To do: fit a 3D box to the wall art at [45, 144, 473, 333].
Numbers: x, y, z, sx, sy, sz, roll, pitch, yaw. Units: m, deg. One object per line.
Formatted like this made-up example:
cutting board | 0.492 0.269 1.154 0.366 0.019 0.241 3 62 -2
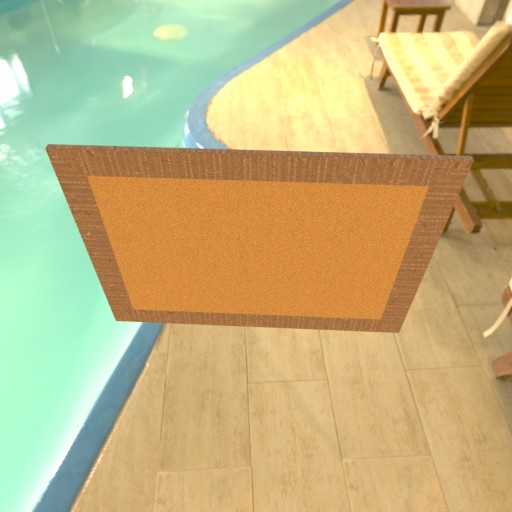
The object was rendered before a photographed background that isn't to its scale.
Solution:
wall art | 0.000 0.000 1.376 1.056 0.761 0.020 2 47 2
